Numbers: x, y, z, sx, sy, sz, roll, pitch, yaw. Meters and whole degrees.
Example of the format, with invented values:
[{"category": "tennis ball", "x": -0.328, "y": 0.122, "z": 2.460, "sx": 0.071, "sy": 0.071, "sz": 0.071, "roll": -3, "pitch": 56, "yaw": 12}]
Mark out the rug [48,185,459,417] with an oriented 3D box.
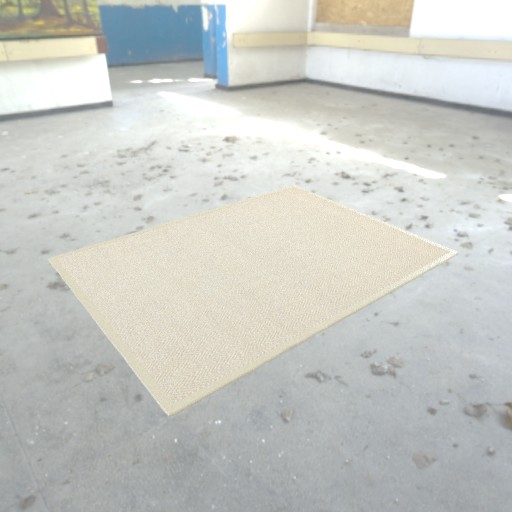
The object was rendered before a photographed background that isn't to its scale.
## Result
[{"category": "rug", "x": 0.000, "y": 0.000, "z": 4.902, "sx": 3.659, "sy": 0.037, "sz": 2.734, "roll": -21, "pitch": 36, "yaw": -33}]
